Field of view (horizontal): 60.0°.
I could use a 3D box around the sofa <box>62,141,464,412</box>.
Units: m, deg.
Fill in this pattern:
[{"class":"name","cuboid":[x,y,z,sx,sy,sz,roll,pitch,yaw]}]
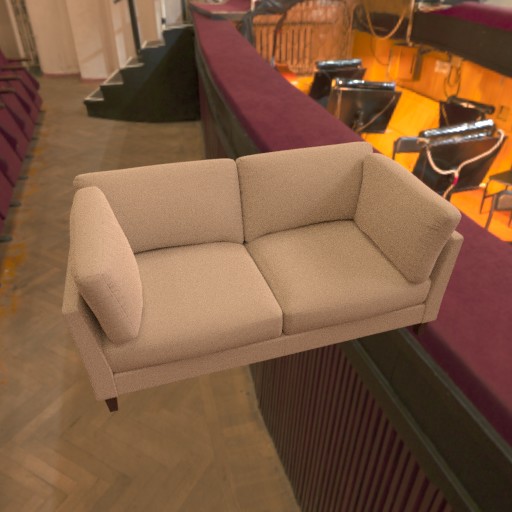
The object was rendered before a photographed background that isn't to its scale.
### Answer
[{"class":"sofa","cuboid":[0.000,0.000,2.307,1.776,0.836,0.970,-10,35,-15]}]
